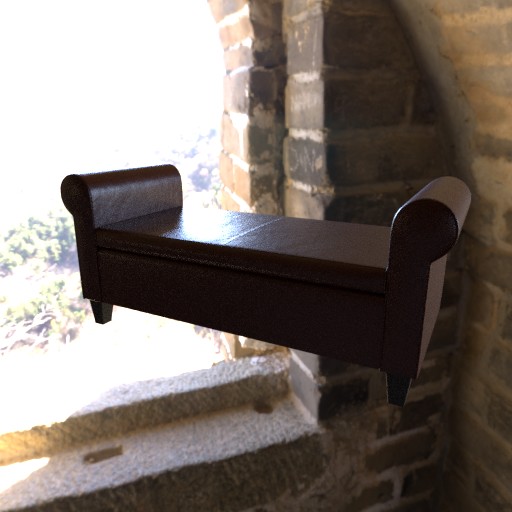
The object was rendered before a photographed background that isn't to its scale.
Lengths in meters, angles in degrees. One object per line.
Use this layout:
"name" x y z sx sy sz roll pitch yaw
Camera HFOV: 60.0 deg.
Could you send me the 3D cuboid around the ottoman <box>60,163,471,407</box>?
"ottoman" 0.000 0.000 1.510 1.256 0.547 0.521 8 18 26
